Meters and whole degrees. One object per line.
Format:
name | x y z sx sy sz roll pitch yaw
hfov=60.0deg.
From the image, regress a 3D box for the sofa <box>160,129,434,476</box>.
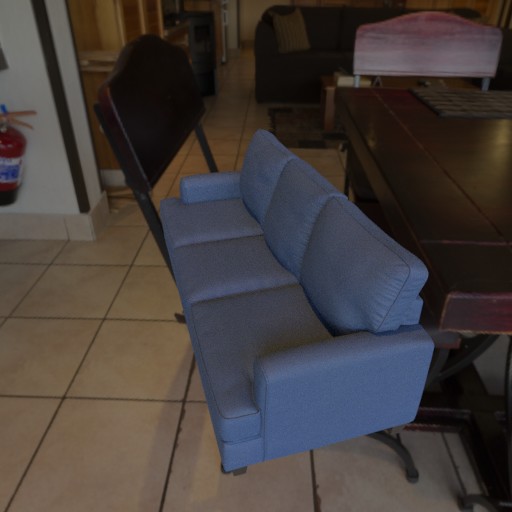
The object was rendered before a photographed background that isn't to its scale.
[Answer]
sofa | 0.000 0.000 2.639 0.951 0.965 2.158 -9 32 -14
